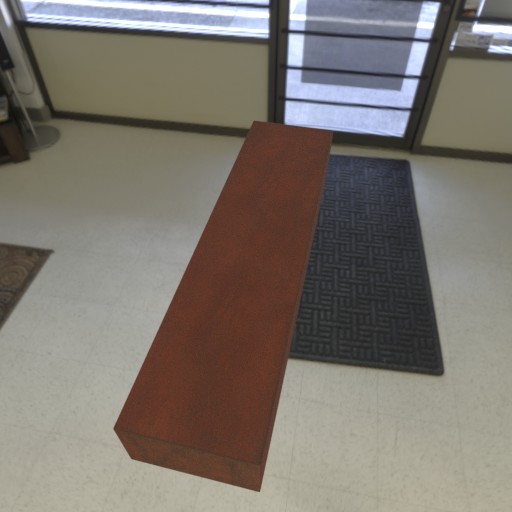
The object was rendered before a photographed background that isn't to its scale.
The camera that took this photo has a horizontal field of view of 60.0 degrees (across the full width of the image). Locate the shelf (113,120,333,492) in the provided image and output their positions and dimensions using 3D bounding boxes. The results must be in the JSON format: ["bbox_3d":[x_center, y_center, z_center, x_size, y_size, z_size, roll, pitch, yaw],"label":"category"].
[{"bbox_3d":[0.000,0.000,0.666,0.152,0.088,0.607,10,48,9],"label":"shelf"}]
